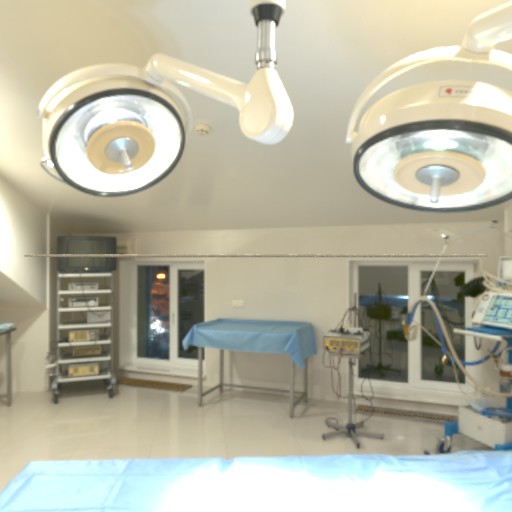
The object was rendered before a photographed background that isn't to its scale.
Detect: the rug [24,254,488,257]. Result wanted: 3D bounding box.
[{"bbox_3d":[0.000,0.000,2.422,2.196,0.011,0.662,0,0,0],"label":"rug"}]
